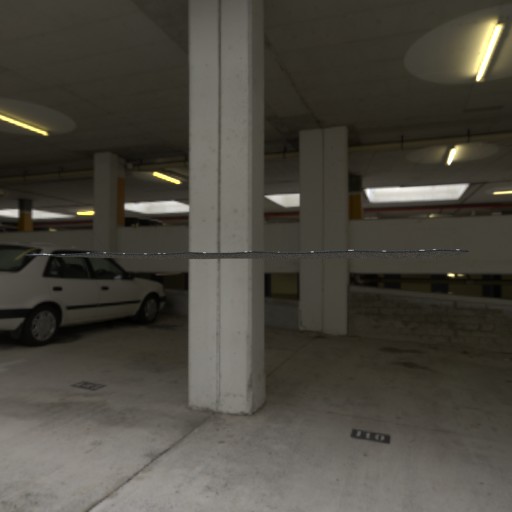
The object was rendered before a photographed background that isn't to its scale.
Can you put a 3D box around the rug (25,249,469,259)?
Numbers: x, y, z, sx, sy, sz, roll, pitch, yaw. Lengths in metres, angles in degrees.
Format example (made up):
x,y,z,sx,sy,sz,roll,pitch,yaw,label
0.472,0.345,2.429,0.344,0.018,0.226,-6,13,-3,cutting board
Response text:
x,y,z,sx,sy,sz,roll,pitch,yaw,label
0.000,0.000,3.021,2.448,0.017,1.529,0,-1,18,rug
